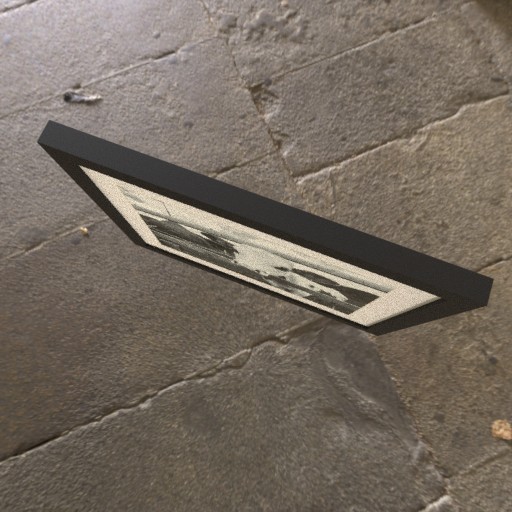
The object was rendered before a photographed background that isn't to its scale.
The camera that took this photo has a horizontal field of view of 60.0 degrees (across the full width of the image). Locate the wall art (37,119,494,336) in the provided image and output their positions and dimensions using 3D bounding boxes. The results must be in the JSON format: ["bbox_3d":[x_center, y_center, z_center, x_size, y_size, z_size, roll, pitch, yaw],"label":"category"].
[{"bbox_3d":[0.000,0.000,0.533,0.404,0.329,0.024,20,77,5],"label":"wall art"}]
